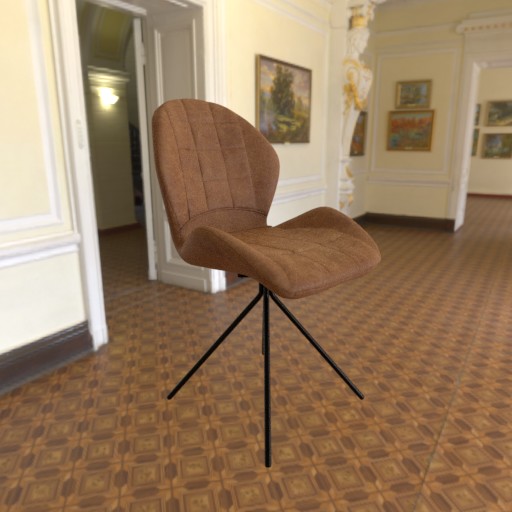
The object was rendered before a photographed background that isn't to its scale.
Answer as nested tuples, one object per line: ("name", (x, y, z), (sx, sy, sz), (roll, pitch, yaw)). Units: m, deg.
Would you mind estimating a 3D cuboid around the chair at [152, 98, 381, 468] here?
("chair", (0.000, 0.000, 1.328), (0.527, 0.929, 0.640), (-14, 20, -43))
